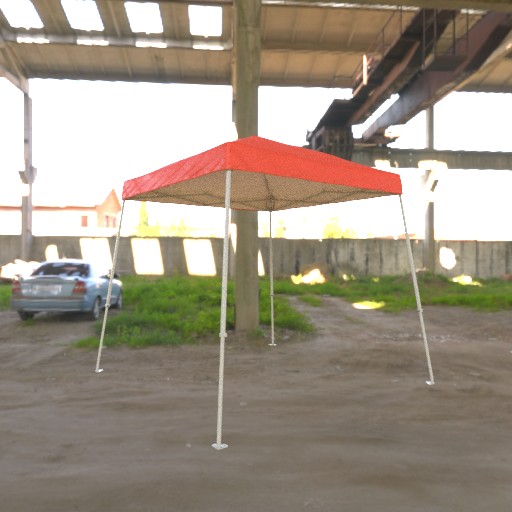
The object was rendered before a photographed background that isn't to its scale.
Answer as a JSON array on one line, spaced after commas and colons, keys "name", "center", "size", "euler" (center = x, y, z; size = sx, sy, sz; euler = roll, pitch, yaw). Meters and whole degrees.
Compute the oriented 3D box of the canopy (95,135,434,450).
[{"name": "canopy", "center": [0.000, 0.000, 5.234], "size": [2.849, 2.850, 2.850], "euler": [0, 0, -37]}]
